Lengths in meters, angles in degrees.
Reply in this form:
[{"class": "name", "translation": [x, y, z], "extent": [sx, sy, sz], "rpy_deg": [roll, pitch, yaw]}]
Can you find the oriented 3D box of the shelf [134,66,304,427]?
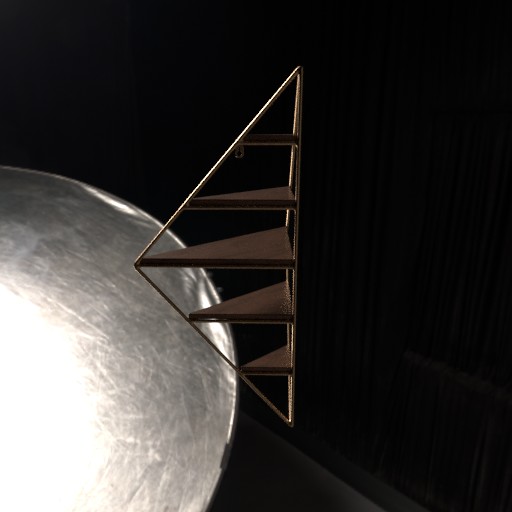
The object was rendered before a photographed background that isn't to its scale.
[{"class": "shelf", "translation": [0.000, 0.000, 1.183], "extent": [0.564, 0.913, 0.294], "rpy_deg": [-15, 22, -42]}]
